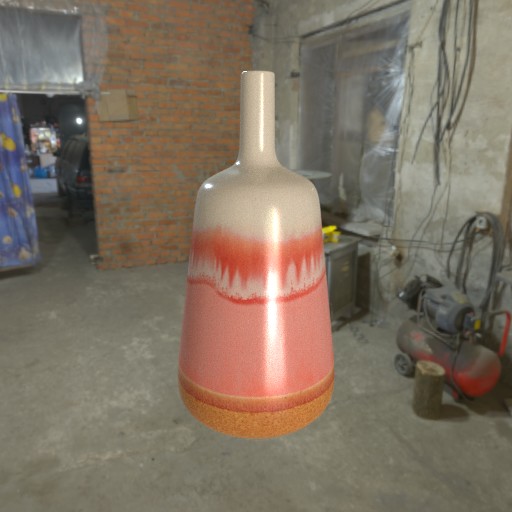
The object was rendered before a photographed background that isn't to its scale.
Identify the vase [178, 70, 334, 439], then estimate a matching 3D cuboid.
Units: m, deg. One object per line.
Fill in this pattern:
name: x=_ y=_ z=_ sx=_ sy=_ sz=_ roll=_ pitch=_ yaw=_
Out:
vase: x=0.000 y=0.000 z=0.385 sx=0.144 sy=0.296 sz=0.144 roll=0 pitch=15 yaw=0
